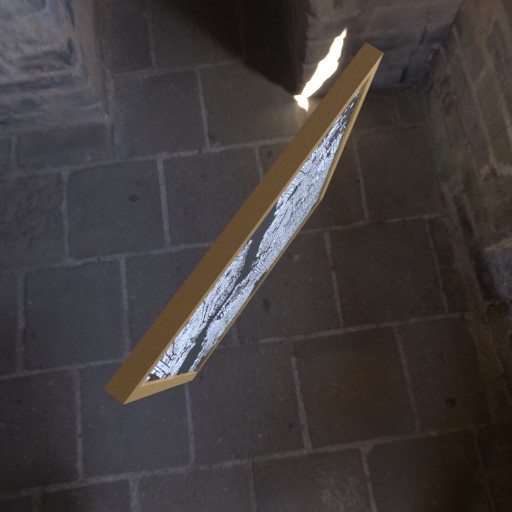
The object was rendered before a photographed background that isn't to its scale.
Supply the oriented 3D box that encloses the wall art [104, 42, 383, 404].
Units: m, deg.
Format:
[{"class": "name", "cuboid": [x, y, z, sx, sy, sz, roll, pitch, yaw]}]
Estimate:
[{"class": "wall art", "cuboid": [0.000, 0.000, 2.848, 0.099, 1.926, 1.926, 35, 79, 7]}]
